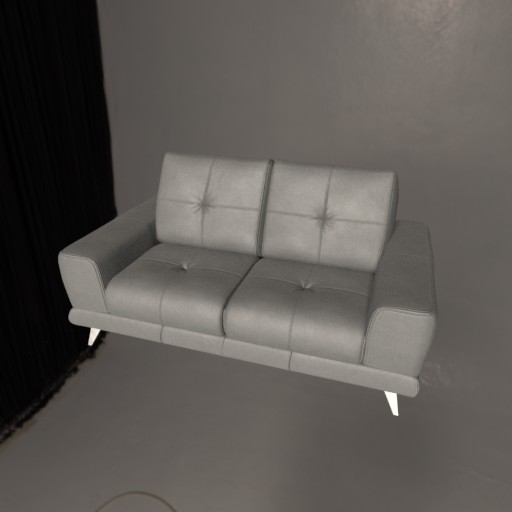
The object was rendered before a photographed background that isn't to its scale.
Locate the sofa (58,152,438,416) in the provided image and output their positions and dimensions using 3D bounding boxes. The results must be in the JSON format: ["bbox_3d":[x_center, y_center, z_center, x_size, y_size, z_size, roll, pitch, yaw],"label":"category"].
[{"bbox_3d":[0.000,0.000,2.390,1.806,0.907,1.018,8,27,16],"label":"sofa"}]
